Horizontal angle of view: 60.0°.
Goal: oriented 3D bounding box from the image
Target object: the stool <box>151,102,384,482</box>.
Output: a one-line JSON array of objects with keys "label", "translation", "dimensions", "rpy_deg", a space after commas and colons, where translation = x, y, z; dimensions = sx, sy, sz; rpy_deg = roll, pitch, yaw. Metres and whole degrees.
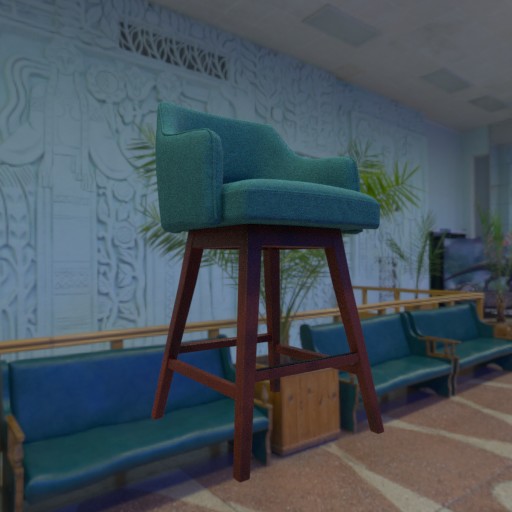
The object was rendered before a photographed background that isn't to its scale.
[{"label": "stool", "translation": [0.000, 0.000, 1.292], "dimensions": [0.548, 0.961, 0.556], "rpy_deg": [0, -1, -36]}]
